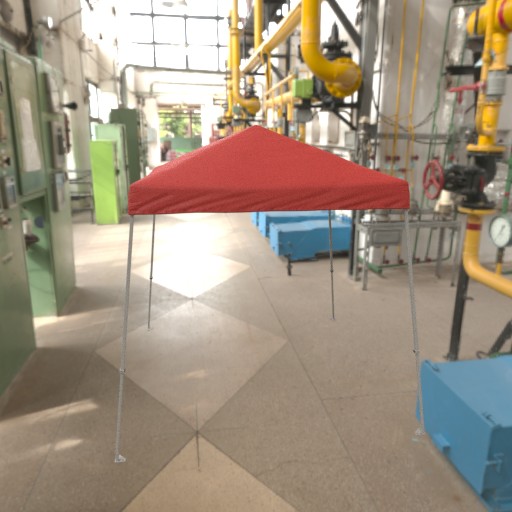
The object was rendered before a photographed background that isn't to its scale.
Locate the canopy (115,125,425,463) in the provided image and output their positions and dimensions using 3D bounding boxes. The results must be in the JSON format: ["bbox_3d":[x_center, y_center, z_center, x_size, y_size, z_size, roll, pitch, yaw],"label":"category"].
[{"bbox_3d":[0.000,0.000,6.334,3.600,3.600,3.599,-2,15,-7],"label":"canopy"}]
